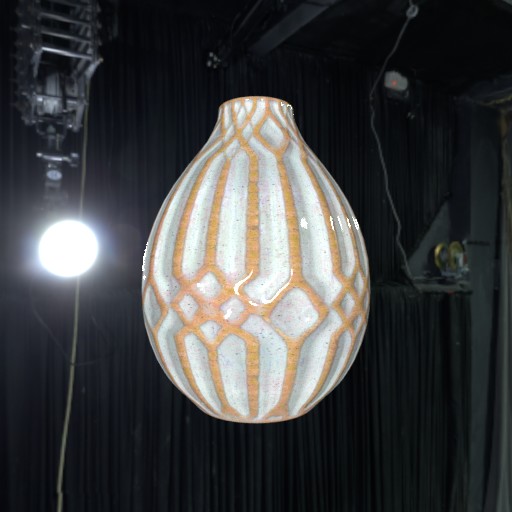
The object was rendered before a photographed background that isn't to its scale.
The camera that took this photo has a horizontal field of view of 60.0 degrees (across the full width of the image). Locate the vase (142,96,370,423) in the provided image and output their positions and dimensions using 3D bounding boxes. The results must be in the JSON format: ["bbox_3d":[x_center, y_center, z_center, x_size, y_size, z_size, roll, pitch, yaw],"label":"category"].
[{"bbox_3d":[0.000,0.000,0.263,0.131,0.175,0.131,0,0,0],"label":"vase"}]
